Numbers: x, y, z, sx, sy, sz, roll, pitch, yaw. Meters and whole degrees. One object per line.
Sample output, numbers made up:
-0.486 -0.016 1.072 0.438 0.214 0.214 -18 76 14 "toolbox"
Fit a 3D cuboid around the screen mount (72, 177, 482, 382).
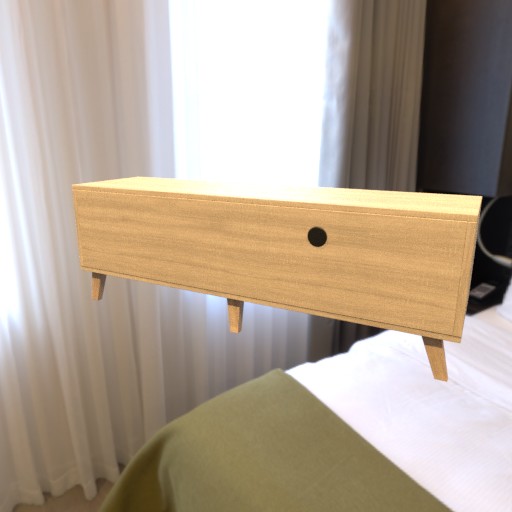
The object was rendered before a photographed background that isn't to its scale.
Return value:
0.000 0.000 1.716 1.500 0.509 0.401 8 17 27 "screen mount"
